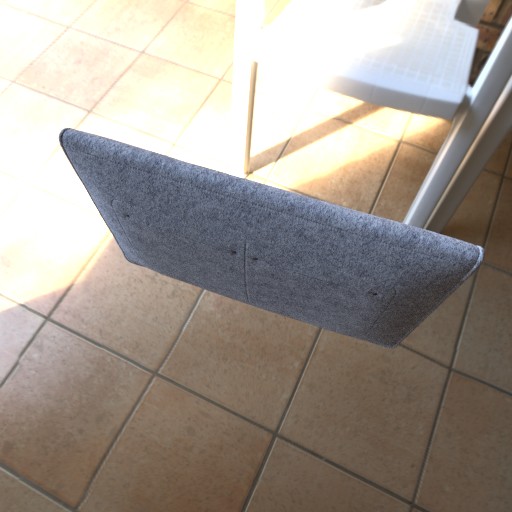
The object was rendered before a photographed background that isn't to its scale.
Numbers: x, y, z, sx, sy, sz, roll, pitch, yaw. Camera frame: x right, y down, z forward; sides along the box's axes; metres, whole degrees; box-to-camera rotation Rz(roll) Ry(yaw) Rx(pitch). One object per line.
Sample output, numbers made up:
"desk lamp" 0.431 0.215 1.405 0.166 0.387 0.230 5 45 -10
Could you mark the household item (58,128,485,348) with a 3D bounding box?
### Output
"household item" 0.000 0.000 0.429 0.335 0.221 0.057 17 64 9
